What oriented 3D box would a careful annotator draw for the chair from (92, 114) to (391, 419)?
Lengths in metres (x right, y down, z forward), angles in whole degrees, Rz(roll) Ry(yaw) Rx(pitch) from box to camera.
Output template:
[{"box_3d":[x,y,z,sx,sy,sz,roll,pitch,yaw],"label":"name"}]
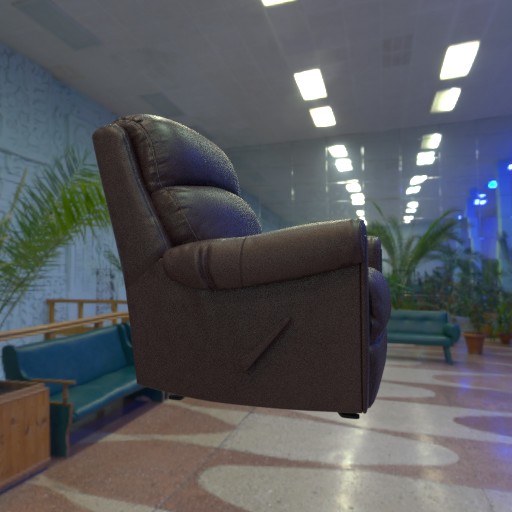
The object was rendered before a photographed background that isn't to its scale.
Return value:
[{"box_3d":[0.000,0.000,1.756,1.014,1.054,0.838,-1,-2,19],"label":"chair"}]
